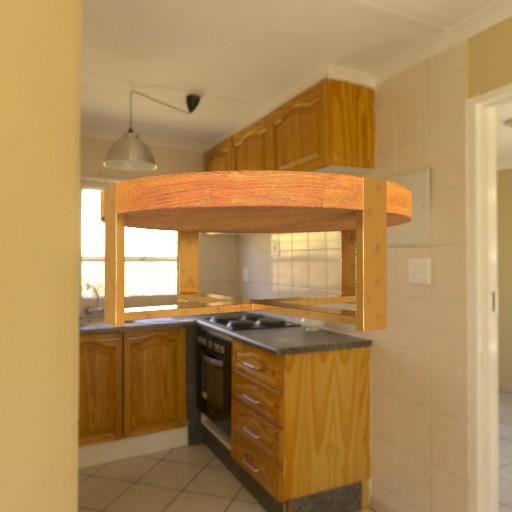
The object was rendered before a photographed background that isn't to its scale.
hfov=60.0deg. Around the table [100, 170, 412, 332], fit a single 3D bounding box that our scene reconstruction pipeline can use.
[{"bbox_3d":[0.000,0.000,1.665,1.100,0.420,1.100,0,-1,0],"label":"table"}]
